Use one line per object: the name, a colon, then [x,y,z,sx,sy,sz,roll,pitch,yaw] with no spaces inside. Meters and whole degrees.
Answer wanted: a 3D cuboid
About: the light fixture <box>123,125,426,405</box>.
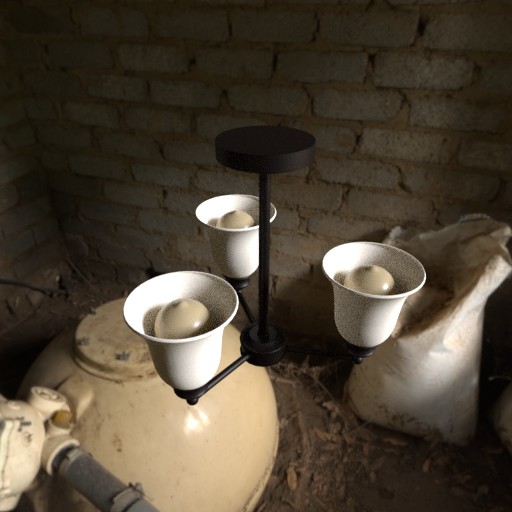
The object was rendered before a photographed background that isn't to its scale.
light fixture: [0.000,0.000,0.656,0.388,0.370,0.354,-9,33,-15]
